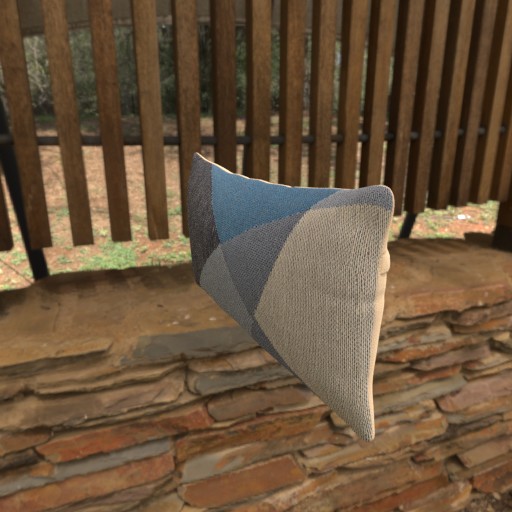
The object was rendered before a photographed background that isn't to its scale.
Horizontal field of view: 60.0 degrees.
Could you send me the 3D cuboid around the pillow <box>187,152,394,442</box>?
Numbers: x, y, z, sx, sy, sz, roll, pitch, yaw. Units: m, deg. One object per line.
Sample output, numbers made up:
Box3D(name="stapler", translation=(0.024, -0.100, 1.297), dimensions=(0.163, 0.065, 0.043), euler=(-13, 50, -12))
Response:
Box3D(name="pillow", translation=(0.000, 0.000, 0.739), dimensions=(0.148, 0.307, 0.604), euler=(-9, 19, -26))
